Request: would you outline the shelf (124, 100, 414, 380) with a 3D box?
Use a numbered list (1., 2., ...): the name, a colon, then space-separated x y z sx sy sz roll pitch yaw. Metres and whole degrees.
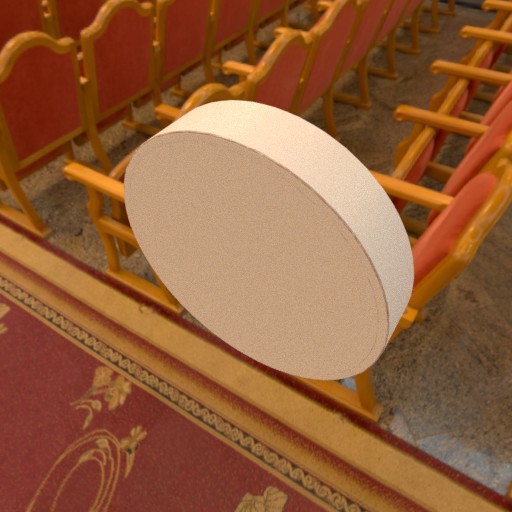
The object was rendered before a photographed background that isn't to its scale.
1. shelf: 0.000 0.000 1.209 0.806 0.807 0.158 26 52 22
